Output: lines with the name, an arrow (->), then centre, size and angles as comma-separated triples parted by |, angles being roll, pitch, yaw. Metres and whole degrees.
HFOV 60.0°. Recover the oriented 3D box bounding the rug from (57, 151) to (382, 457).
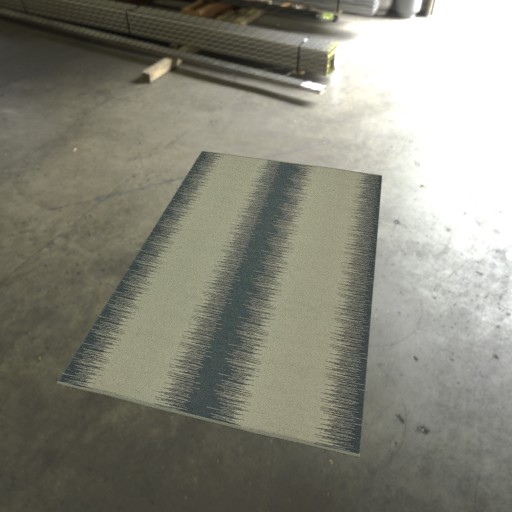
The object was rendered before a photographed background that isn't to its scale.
rug -> 0.000, 0.000, 2.352 | 1.234, 0.006, 1.854 | 10, 46, 10
